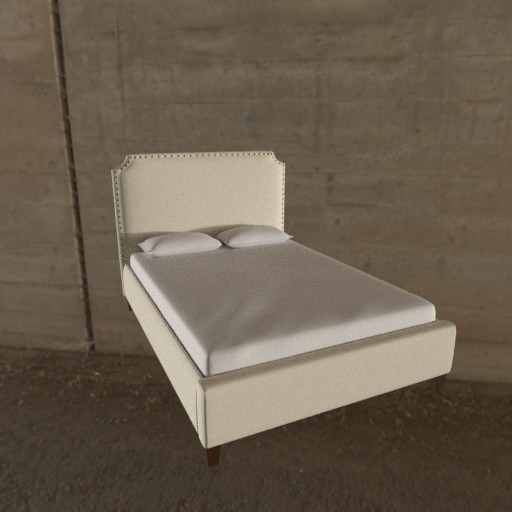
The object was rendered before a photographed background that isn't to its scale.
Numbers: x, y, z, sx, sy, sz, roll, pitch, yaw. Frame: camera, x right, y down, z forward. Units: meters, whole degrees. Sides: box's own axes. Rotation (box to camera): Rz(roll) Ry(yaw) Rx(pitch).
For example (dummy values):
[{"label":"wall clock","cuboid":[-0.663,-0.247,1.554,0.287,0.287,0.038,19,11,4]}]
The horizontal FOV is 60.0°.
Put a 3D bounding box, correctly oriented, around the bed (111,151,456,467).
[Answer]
[{"label":"bed","cuboid":[0.000,0.000,3.388,1.712,1.443,2.372,-8,18,-24]}]
